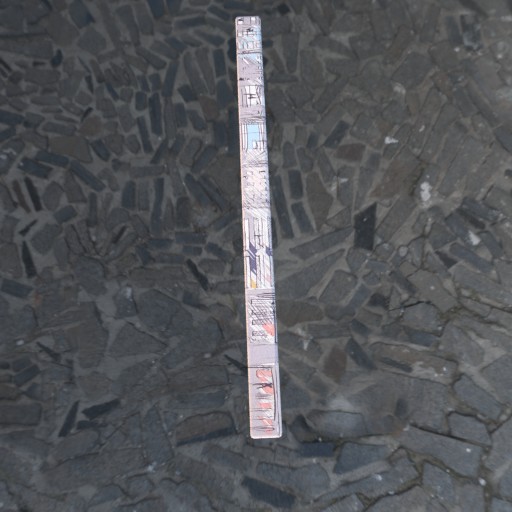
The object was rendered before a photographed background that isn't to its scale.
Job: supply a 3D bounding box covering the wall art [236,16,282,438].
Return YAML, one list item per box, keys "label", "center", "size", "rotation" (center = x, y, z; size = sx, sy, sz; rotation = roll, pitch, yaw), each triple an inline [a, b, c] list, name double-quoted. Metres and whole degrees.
- label: "wall art"
  center: [0.000, 0.000, 1.126]
  size: [0.048, 0.762, 0.761]
  rotation: [-2, 76, -1]
